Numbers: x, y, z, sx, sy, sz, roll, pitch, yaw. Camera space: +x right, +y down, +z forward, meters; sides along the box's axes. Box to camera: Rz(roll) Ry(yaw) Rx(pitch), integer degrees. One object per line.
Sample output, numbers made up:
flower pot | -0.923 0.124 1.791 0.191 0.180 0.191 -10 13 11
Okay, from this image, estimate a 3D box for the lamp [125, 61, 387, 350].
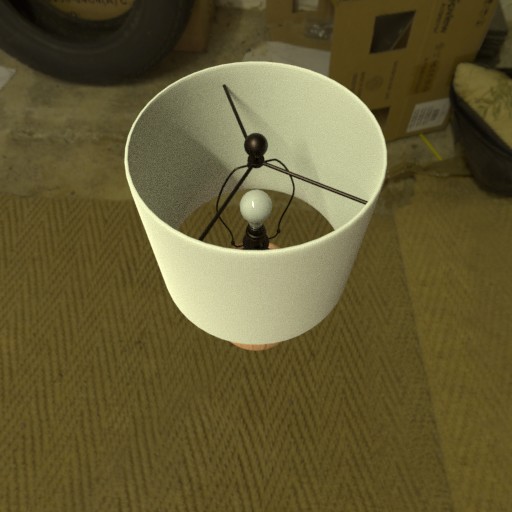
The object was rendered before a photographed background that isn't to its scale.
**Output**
lamp | 0.000 0.000 0.790 0.329 0.570 0.329 0 59 0
